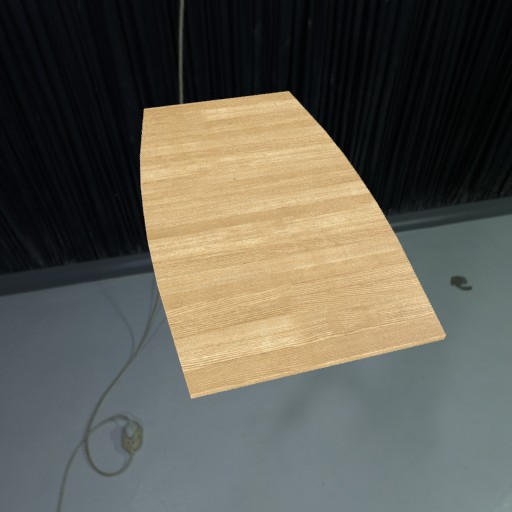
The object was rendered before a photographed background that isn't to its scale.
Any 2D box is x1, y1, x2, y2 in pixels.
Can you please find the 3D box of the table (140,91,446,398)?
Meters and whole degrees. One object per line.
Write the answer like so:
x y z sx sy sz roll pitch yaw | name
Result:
0.000 0.000 2.068 0.900 0.748 1.598 -10 48 -10 | table
